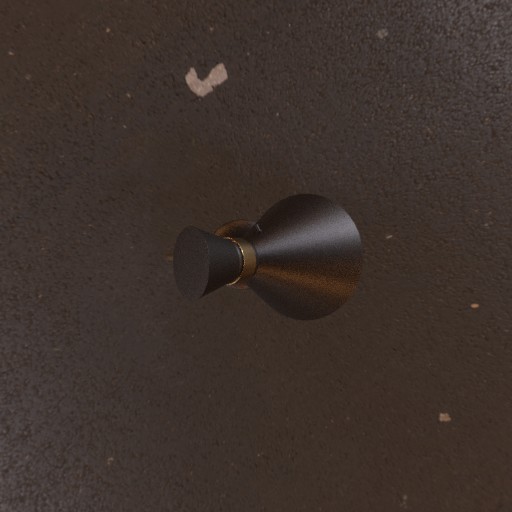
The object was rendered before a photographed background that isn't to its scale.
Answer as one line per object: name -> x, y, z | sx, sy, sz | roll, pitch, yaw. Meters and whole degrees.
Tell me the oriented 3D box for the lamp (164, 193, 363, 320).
lamp -> 0.000, 0.000, 0.788 | 0.292, 0.647, 0.189 | 0, 91, 0
